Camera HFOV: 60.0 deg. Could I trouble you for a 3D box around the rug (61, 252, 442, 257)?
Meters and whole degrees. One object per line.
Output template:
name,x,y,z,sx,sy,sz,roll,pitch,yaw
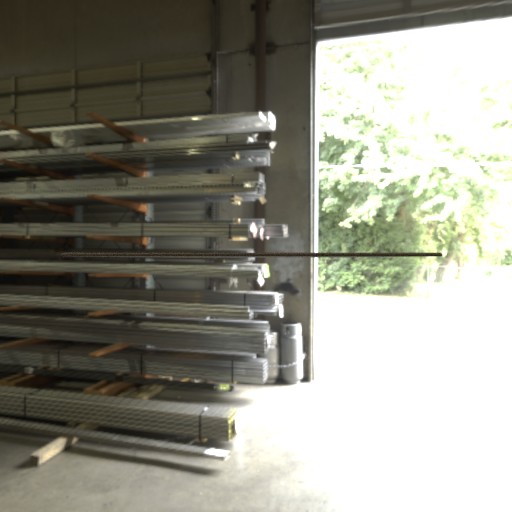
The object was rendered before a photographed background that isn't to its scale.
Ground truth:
rug,0.000,0.000,2.066,1.066,0.011,1.677,0,0,1
